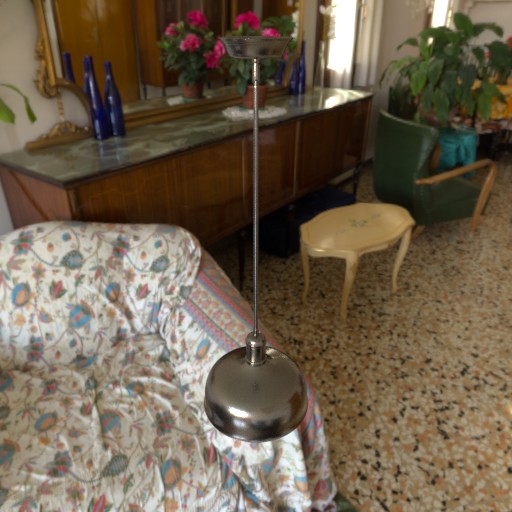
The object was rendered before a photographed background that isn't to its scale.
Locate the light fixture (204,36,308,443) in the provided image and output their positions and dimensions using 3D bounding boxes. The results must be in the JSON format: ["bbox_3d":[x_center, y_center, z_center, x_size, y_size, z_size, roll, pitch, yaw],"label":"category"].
[{"bbox_3d":[0.000,0.000,1.057,0.299,0.935,0.299,0,28,1],"label":"light fixture"}]
